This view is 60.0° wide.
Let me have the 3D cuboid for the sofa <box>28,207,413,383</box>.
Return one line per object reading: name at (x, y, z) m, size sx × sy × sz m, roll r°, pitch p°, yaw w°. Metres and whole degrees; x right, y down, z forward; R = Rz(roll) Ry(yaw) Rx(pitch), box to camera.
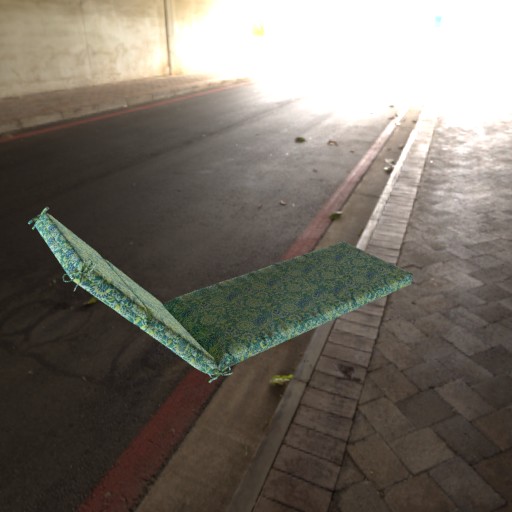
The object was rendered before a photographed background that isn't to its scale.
sofa at (0.000, 0.000, 1.960) m, size 1.663 × 0.622 × 0.582 m, roll -18°, pitch 32°, yaw -31°
